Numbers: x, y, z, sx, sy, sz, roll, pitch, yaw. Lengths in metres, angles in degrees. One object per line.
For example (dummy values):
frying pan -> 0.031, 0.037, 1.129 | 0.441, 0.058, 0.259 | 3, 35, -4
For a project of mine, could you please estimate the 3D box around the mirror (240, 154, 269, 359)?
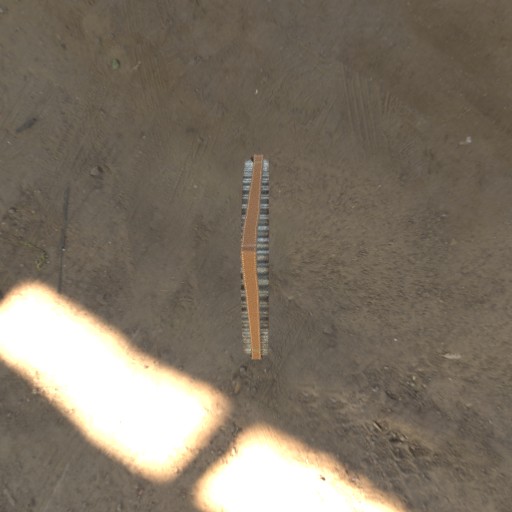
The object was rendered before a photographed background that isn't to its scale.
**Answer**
mirror -> 0.000, 0.000, 0.717 | 0.042, 0.568, 0.355 | 0, 89, 2
